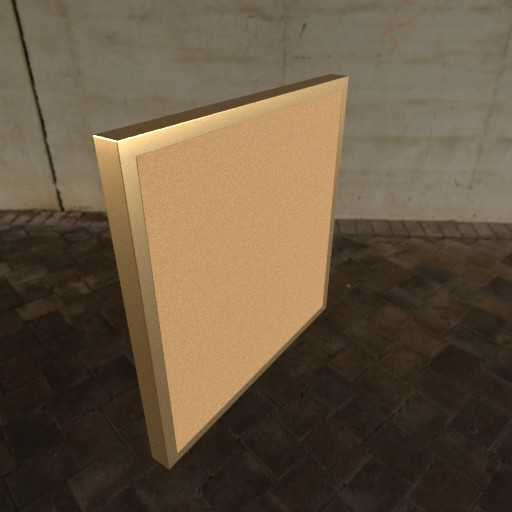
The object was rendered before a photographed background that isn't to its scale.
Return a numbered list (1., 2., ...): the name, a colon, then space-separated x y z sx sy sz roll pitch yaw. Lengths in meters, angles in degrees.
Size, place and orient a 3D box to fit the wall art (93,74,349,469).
1. wall art: 0.000 0.000 0.445 0.023 0.305 0.305 20 36 30
